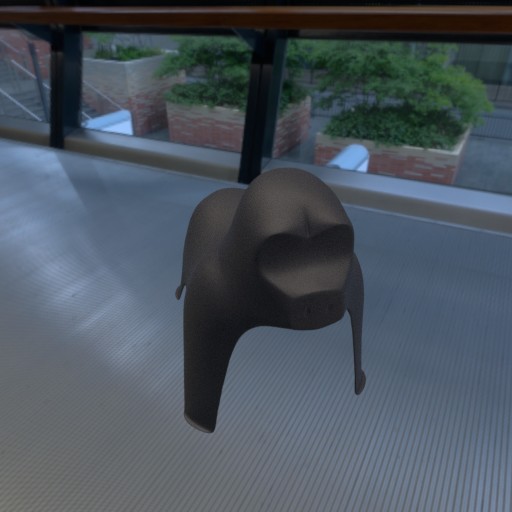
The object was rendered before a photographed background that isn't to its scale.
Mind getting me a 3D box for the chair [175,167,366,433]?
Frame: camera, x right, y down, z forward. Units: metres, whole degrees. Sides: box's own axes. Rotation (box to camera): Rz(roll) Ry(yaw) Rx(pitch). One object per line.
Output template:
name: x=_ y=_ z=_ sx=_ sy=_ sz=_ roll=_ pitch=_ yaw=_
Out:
chair: x=0.000 y=0.000 z=1.151 sx=0.490 sy=0.600 sz=0.758 roll=-9 pitch=32 yaw=-15
